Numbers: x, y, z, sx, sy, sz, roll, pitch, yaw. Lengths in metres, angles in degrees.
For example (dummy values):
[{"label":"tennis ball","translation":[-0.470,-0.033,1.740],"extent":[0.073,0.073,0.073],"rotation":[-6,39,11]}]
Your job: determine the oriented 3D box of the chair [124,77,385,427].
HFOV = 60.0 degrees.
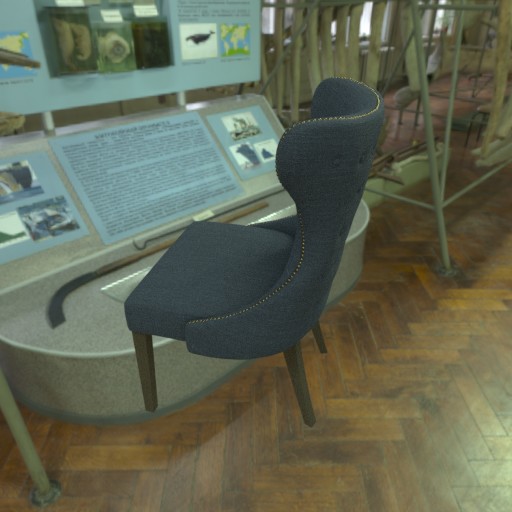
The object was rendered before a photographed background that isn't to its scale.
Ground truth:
[{"label":"chair","translation":[0.000,0.000,1.353],"extent":[0.635,0.967,0.628],"rotation":[7,31,12]}]
